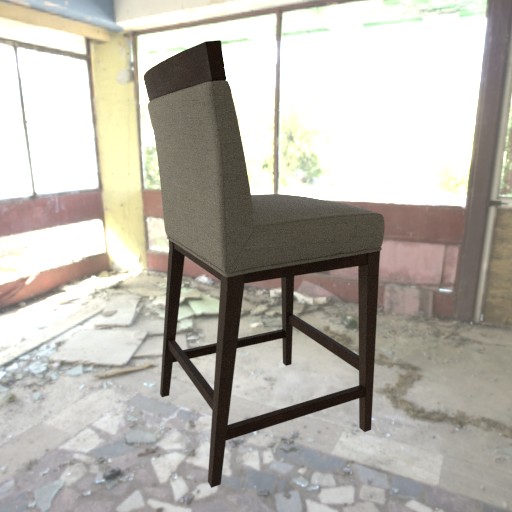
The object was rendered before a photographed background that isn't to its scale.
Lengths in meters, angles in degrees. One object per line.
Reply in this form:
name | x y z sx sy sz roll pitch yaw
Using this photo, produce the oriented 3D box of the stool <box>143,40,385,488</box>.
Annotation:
stool | 0.000 0.000 1.276 0.531 1.009 0.512 -7 16 -26
